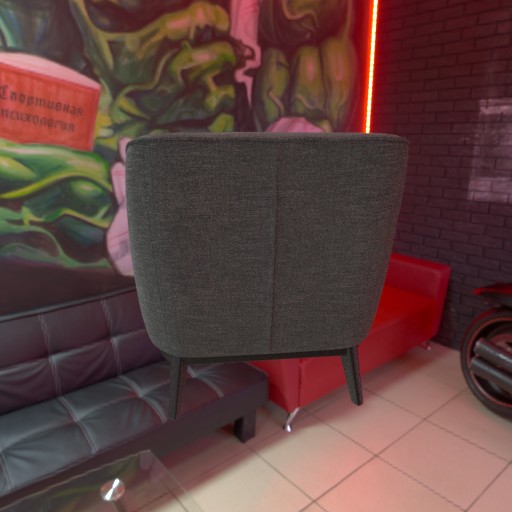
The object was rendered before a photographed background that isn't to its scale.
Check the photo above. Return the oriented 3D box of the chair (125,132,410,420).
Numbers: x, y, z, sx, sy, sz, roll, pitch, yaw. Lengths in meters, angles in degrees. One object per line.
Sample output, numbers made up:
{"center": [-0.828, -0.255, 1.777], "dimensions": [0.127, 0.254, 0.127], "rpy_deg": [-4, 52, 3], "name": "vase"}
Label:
{"center": [0.000, 0.000, 1.558], "dimensions": [0.870, 0.829, 0.851], "rpy_deg": [-2, 15, -7], "name": "chair"}
